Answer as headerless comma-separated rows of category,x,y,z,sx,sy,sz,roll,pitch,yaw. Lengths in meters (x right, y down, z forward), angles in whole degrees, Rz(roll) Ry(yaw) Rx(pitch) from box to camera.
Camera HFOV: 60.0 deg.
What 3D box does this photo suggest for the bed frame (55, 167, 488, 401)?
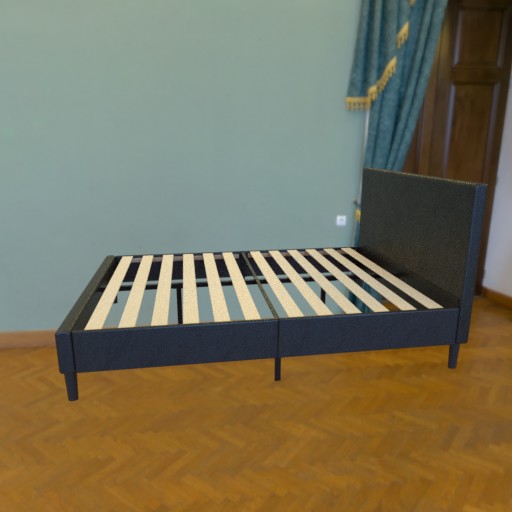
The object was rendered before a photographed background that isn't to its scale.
bed frame,0.000,0.000,2.910,2.152,1.046,1.469,-2,15,-9
